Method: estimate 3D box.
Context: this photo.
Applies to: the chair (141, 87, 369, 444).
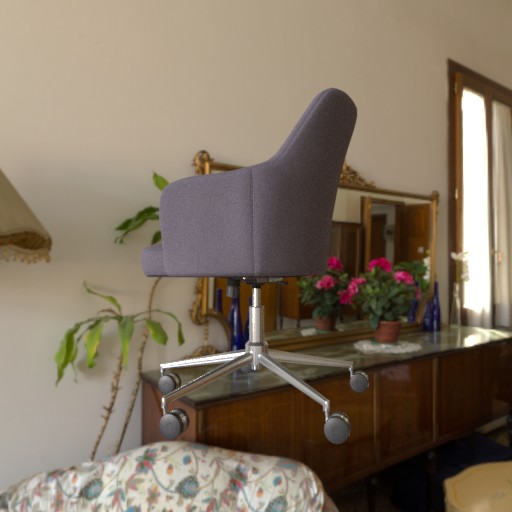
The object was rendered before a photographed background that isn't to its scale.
[{"bbox_3d":[0.000,0.000,1.266,0.600,0.820,0.655,0,-1,18],"label":"chair"}]
